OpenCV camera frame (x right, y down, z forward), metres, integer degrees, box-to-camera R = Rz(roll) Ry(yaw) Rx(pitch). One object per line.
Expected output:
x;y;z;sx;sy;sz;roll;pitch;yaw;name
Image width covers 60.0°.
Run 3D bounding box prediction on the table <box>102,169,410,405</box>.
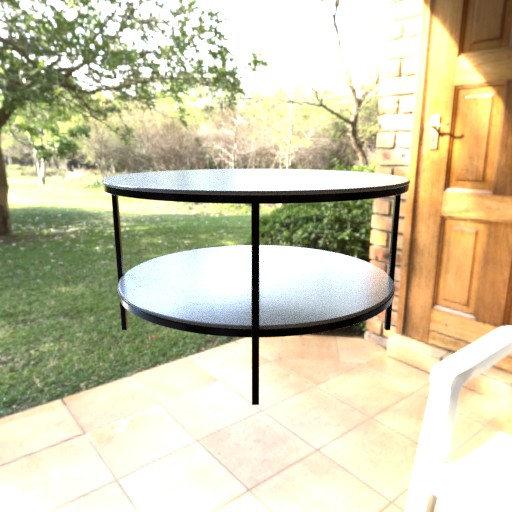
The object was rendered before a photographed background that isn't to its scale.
0.000;0.000;1.267;0.800;0.450;0.800;0;14;0;table
